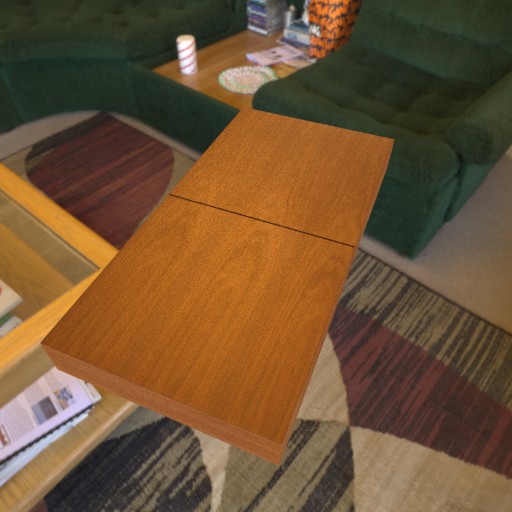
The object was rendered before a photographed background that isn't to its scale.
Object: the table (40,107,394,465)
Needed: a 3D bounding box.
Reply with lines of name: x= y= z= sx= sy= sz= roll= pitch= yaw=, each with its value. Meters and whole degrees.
table: x=0.000 y=0.000 z=1.464 sx=0.610 sy=0.330 sz=1.194 roll=17 pitch=50 yaw=15
